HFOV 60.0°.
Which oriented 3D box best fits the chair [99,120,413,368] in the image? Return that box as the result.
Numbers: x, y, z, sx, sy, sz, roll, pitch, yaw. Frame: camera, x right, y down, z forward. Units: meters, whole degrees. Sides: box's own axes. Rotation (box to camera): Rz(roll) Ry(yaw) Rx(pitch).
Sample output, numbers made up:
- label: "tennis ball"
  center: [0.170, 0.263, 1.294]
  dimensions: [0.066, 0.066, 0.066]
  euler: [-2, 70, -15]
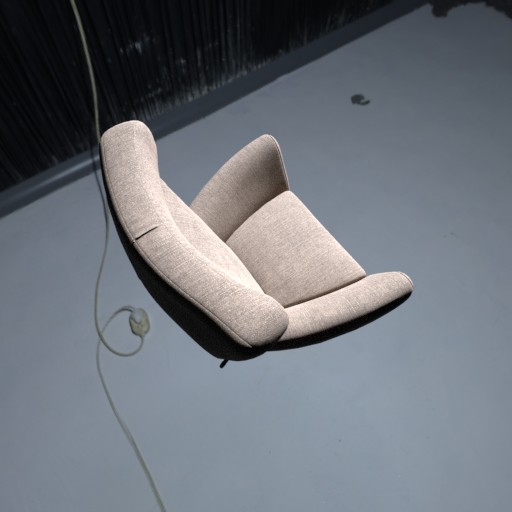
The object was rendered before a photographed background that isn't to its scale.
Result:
- label: "chair"
  center: [0.000, 0.000, 1.794]
  dimensions: [0.900, 1.040, 0.980]
  euler: [-31, 65, -16]
